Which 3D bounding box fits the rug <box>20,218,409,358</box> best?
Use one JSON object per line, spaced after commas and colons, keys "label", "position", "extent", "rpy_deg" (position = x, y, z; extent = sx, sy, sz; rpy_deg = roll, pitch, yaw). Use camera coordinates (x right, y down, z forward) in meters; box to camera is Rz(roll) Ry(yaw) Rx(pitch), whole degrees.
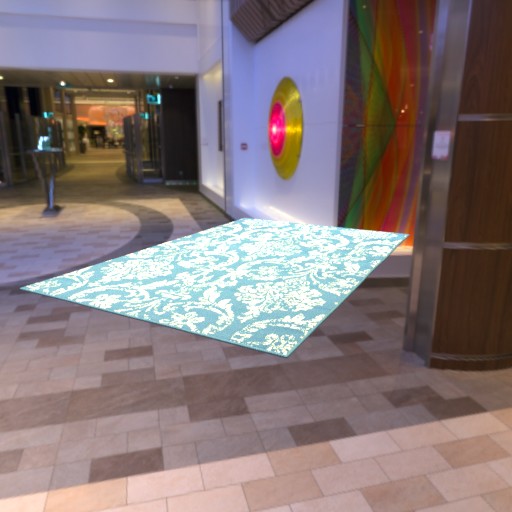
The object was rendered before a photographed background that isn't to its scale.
{"label": "rug", "position": [0.000, 0.000, 2.313], "extent": [1.211, 0.012, 1.833], "rpy_deg": [8, 17, 28]}
